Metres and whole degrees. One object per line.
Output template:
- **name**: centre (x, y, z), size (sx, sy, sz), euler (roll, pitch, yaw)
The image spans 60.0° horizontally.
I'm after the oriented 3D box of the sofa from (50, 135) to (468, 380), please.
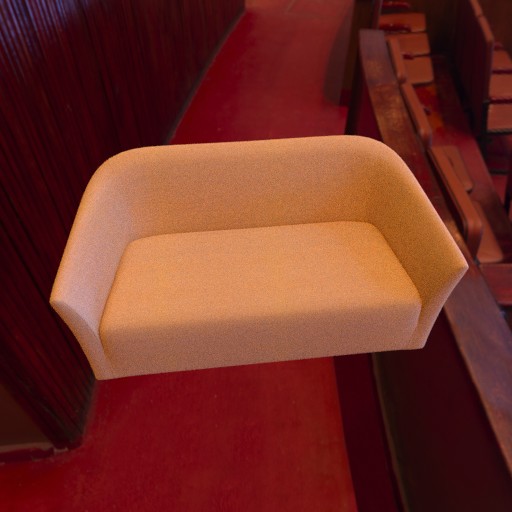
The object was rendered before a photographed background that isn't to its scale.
- **sofa**: centre (0.000, 0.000, 1.905), size (1.452, 0.721, 0.705), euler (-5, 46, -4)
